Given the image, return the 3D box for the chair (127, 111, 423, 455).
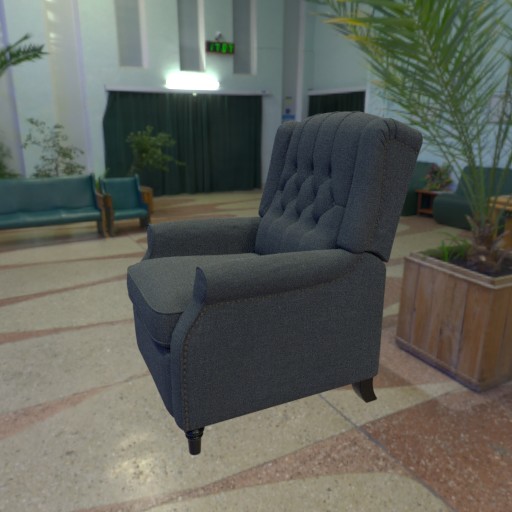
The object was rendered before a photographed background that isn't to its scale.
[{"bbox_3d":[0.000,0.000,1.653,0.898,1.035,0.742,-7,18,-24],"label":"chair"}]
